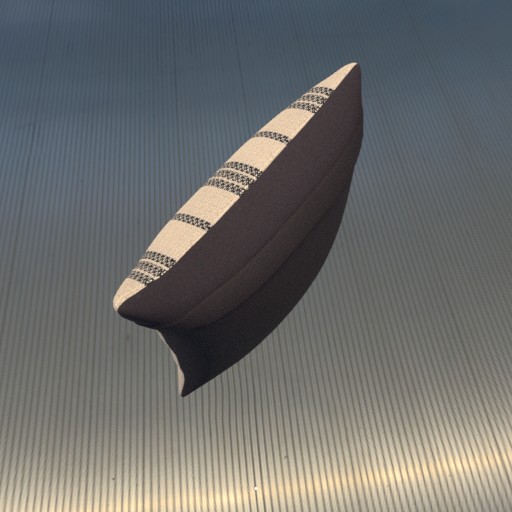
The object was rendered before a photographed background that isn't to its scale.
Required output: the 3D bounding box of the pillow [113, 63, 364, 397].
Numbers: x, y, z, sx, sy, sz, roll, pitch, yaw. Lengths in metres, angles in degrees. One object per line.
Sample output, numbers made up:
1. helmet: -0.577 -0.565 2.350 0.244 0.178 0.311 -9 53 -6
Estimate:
1. pillow: 0.000 0.000 0.637 0.173 0.406 0.405 34 67 16
